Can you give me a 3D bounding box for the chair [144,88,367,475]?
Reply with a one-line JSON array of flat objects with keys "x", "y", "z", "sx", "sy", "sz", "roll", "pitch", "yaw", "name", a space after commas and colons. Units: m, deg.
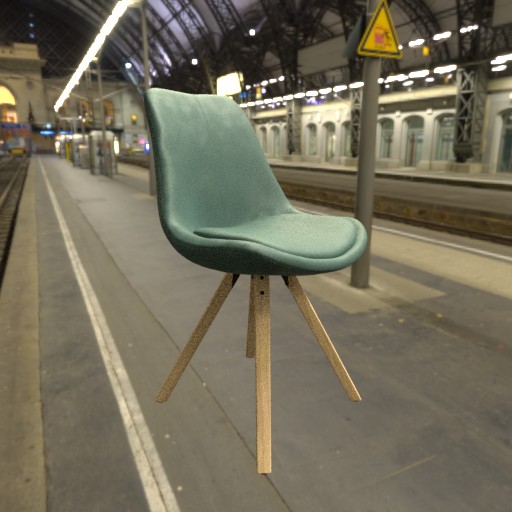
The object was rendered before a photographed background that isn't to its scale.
[{"x": 0.000, "y": 0.000, "z": 1.185, "sx": 0.547, "sy": 0.865, "sz": 0.483, "roll": 13, "pitch": 19, "yaw": 41, "name": "chair"}]
